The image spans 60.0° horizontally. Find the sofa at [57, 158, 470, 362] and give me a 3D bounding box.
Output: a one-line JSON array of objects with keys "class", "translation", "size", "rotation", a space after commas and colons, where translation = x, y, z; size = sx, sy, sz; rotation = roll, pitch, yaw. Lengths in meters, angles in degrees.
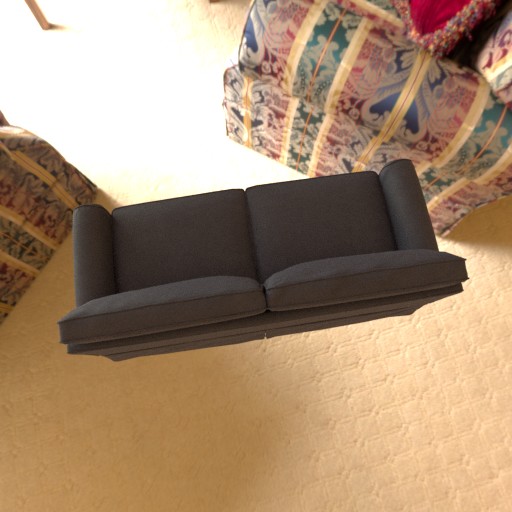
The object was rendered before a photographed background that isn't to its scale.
[{"class": "sofa", "translation": [0.000, 0.000, 2.841], "size": [2.256, 1.094, 0.983], "rotation": [-9, 75, -2]}]
